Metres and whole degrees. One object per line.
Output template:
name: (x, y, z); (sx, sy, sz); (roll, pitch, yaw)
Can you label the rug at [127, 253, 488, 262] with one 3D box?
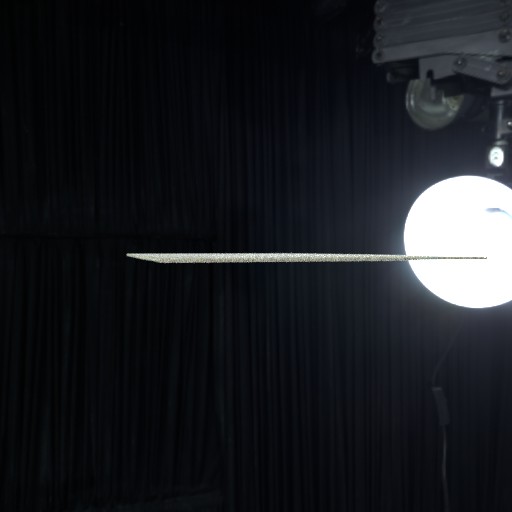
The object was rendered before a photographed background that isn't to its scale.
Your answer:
rug: (0.000, 0.000, 2.918); (1.532, 0.018, 2.297); (0, 1, -19)
